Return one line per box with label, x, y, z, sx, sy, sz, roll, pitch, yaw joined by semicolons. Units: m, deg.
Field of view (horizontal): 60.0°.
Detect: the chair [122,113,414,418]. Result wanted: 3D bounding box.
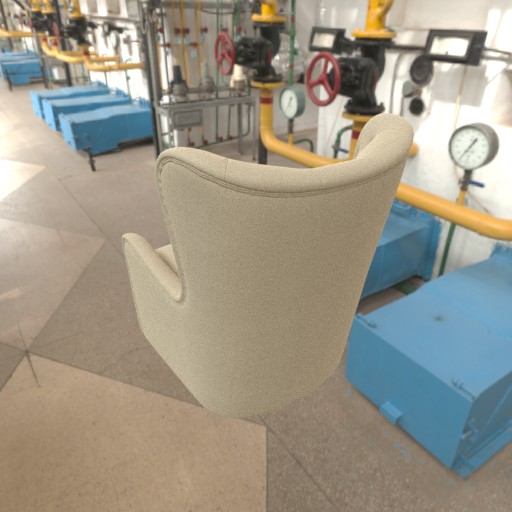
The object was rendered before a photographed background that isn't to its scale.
chair;0.000;0.000;1.733;0.831;1.079;0.929;-18;34;-28
